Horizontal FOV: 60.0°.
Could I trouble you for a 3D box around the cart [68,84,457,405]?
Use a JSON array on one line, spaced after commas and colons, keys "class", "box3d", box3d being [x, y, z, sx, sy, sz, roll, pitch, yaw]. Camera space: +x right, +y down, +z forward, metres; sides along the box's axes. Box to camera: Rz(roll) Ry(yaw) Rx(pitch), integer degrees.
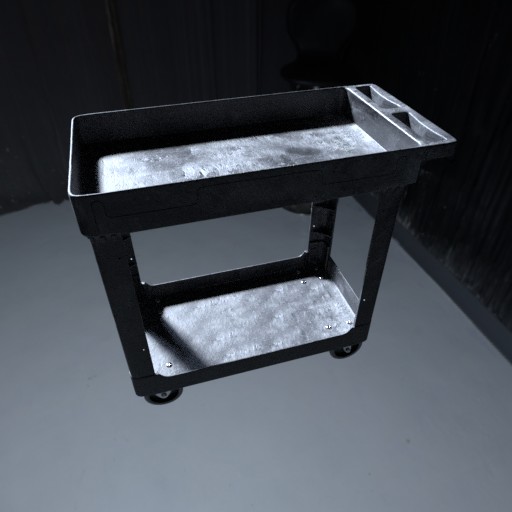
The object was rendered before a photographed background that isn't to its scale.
[{"class": "cart", "box3d": [0.000, 0.000, 1.356, 0.877, 0.824, 0.420, -11, 41, -13]}]
